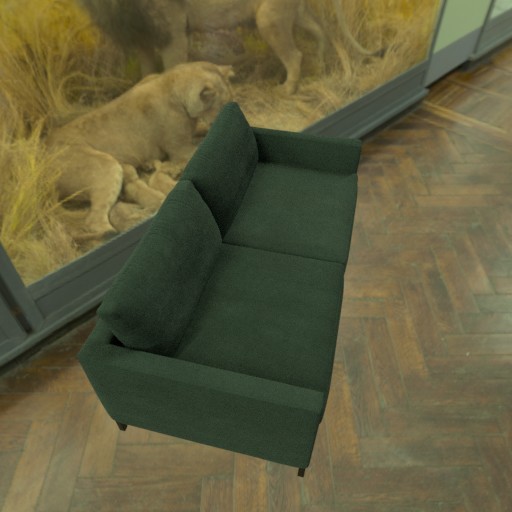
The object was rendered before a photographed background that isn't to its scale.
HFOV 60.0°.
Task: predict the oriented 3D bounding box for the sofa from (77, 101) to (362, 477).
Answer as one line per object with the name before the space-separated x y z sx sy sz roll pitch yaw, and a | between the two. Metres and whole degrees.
sofa | 0.000 0.000 2.146 0.875 0.817 1.676 10 46 10
